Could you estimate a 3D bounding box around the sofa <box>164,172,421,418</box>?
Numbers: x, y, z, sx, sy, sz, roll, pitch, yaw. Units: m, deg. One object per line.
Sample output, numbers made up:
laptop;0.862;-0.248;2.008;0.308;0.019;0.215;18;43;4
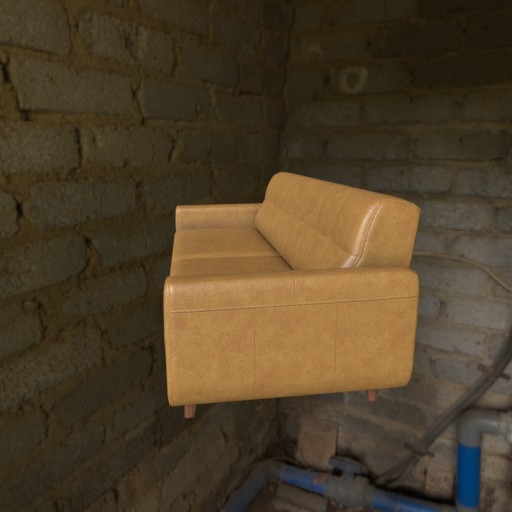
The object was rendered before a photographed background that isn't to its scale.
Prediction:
sofa;0.000;0.000;2.594;0.980;0.892;2.137;-2;14;-9
